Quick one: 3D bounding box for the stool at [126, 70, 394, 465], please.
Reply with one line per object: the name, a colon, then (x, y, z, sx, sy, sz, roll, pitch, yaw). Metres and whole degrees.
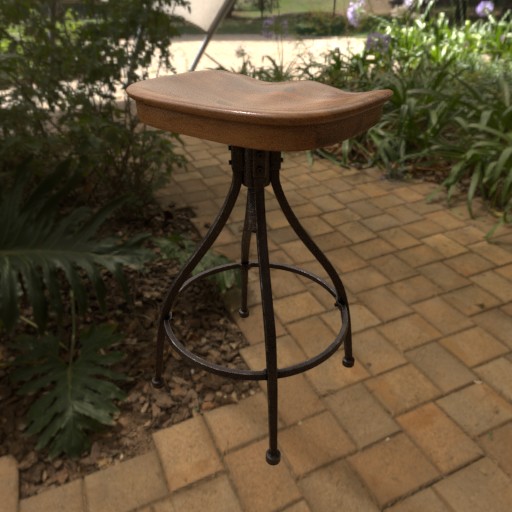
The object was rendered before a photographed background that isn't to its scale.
stool: (0.000, 0.000, 0.952, 0.432, 0.694, 0.424, 21, 36, 31)
